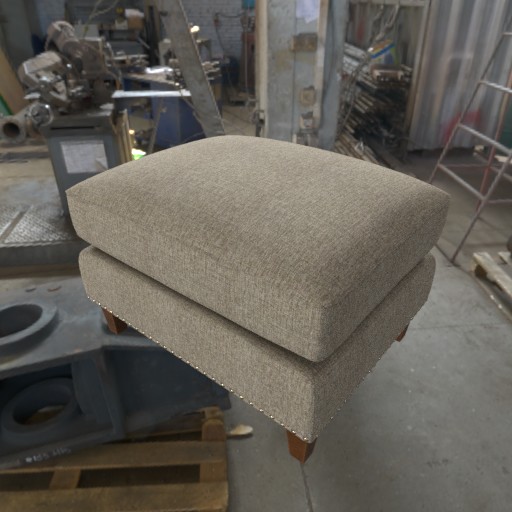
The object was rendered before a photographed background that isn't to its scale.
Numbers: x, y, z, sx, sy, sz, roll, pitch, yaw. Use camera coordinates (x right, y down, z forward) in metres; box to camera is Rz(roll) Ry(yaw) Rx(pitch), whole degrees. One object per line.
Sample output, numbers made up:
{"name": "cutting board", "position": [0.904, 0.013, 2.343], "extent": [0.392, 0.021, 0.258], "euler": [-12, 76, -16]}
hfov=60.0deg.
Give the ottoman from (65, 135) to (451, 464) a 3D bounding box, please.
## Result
{"name": "ottoman", "position": [0.000, 0.000, 1.136], "extent": [0.741, 0.513, 0.584], "euler": [23, 38, 33]}
